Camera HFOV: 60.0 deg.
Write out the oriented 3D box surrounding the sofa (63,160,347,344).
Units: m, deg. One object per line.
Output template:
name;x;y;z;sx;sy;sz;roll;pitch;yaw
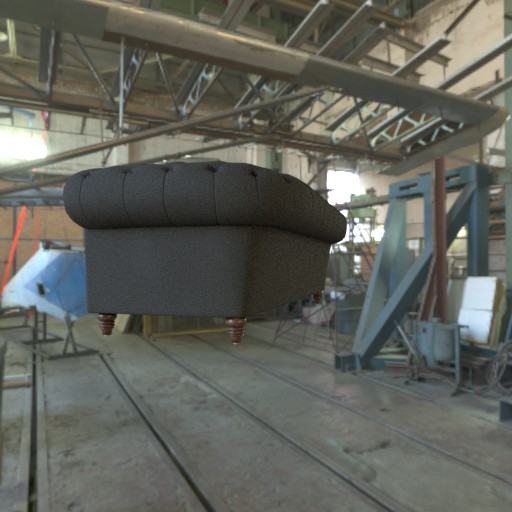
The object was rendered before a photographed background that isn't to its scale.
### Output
sofa;0.000;0.000;2.808;0.991;0.762;2.362;0;-1;18
